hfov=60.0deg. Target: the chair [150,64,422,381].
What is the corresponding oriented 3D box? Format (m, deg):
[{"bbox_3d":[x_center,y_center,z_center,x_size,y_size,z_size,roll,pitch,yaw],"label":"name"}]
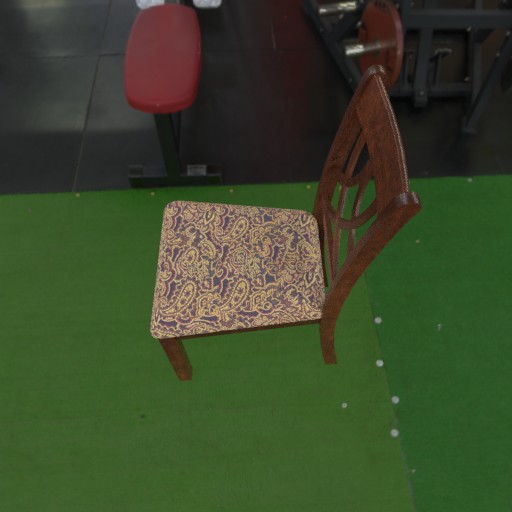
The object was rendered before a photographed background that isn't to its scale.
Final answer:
[{"bbox_3d":[0.000,0.000,1.283,0.584,0.965,0.457,-1,58,0],"label":"chair"}]
